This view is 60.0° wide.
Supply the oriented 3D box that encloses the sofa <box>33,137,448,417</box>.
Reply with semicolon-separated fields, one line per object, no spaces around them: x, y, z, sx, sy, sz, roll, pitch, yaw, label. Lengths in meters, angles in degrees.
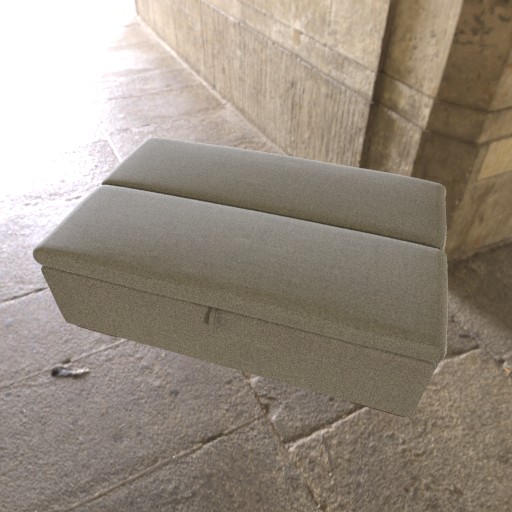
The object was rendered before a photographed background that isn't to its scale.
0.000;0.000;1.629;1.250;0.434;0.817;12;44;13;sofa
